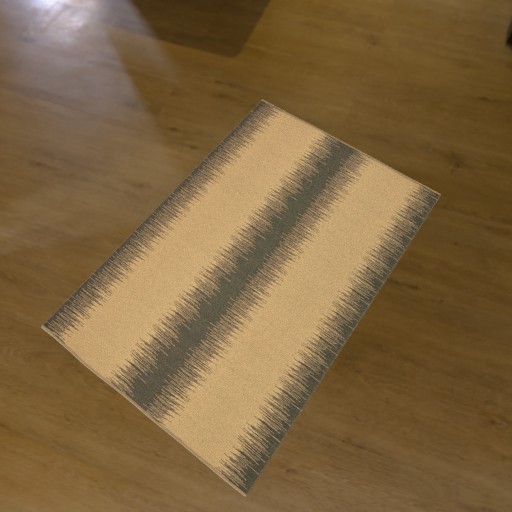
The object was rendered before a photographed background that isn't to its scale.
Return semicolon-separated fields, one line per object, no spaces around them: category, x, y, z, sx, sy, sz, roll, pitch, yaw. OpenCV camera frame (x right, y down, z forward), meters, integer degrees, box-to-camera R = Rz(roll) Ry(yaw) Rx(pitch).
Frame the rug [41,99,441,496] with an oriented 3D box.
rug;0.000;0.000;2.315;1.234;0.006;1.854;33;68;15
